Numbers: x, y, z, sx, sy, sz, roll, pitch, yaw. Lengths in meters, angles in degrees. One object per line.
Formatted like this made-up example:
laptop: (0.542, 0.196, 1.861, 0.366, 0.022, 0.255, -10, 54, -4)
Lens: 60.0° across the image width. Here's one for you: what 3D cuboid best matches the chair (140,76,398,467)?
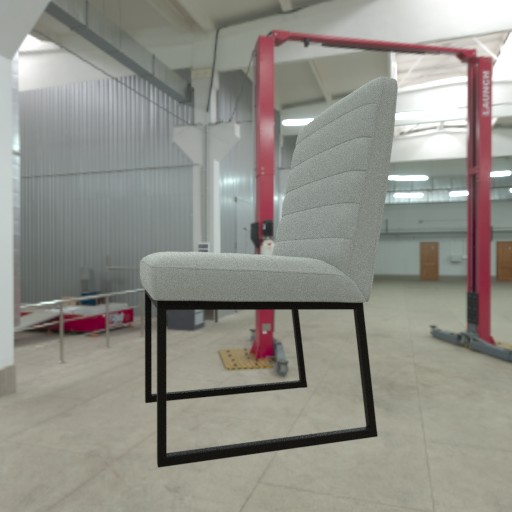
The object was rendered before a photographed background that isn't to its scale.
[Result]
chair: (0.000, 0.000, 1.283, 0.634, 0.930, 0.520, 0, 0, -17)
